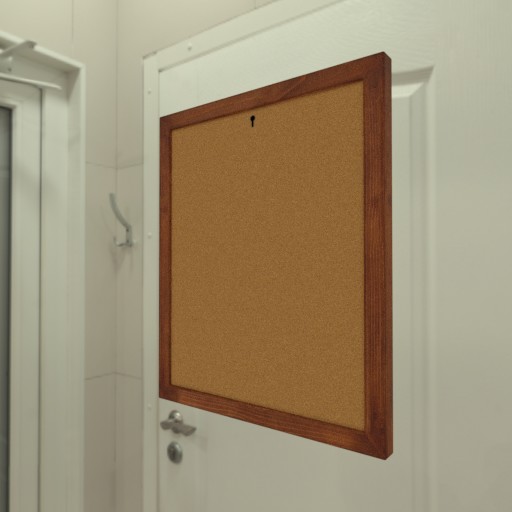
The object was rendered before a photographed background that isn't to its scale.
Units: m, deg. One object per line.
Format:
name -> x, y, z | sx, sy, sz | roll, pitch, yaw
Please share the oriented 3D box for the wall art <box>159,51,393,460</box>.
wall art -> 0.000, 0.000, 0.754 | 0.462, 0.558, 0.030 | -1, -1, 37
